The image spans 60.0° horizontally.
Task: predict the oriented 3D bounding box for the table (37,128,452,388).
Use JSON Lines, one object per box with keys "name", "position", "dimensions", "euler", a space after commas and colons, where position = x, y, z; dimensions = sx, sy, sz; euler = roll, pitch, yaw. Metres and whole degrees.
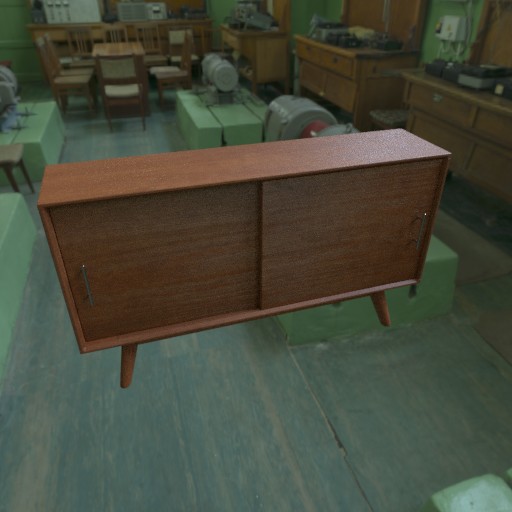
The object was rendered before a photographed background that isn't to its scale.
{"name": "table", "position": [0.000, 0.000, 1.542], "dimensions": [1.220, 0.698, 0.308], "euler": [-10, 34, -15]}
